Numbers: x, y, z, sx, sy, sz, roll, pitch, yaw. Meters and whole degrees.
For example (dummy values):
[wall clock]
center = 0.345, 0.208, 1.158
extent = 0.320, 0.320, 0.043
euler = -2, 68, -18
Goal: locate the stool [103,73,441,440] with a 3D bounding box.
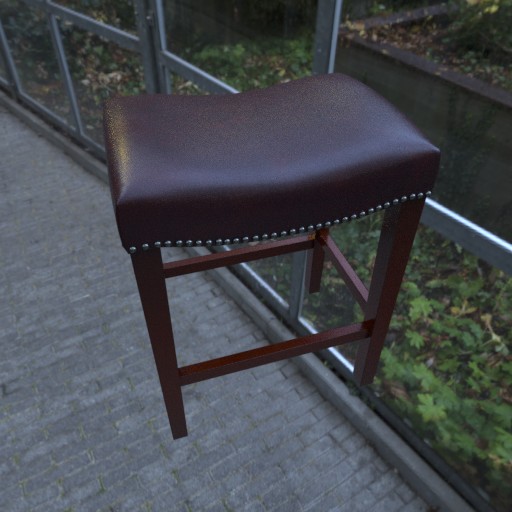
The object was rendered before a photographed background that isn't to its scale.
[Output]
[stool]
center = 0.000, 0.000, 0.952
extent = 0.504, 0.657, 0.372
euler = -11, 43, -13
